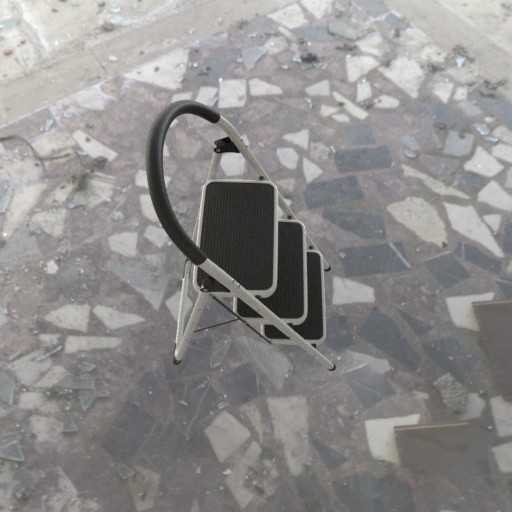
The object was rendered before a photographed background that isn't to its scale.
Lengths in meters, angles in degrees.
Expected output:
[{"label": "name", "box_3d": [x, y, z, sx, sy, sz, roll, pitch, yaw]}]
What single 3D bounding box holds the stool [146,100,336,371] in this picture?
[{"label": "stool", "box_3d": [0.000, 0.000, 1.458, 0.676, 1.109, 0.485, 2, 63, 1]}]
